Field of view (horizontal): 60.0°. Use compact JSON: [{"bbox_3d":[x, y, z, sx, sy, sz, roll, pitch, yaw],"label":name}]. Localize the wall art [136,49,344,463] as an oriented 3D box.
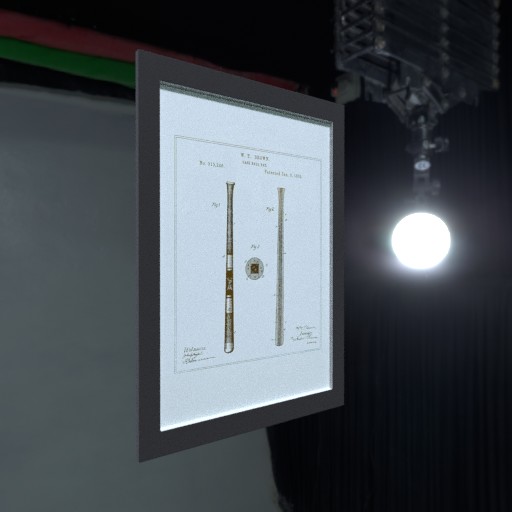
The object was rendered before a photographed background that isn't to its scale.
[{"bbox_3d":[0.000,0.000,0.678,0.374,0.529,0.012,0,0,-35],"label":"wall art"}]
